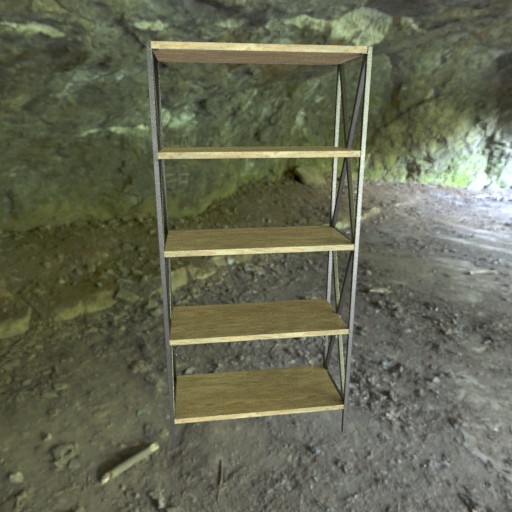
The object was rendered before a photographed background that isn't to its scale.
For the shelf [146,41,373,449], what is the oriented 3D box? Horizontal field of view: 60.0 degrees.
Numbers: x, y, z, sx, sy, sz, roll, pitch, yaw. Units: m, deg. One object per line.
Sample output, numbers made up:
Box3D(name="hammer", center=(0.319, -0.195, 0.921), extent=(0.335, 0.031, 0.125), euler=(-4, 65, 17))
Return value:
Box3D(name="shelf", center=(0.000, 0.000, 2.130), extent=(0.874, 1.803, 0.386), euler=(-2, 17, -8))
